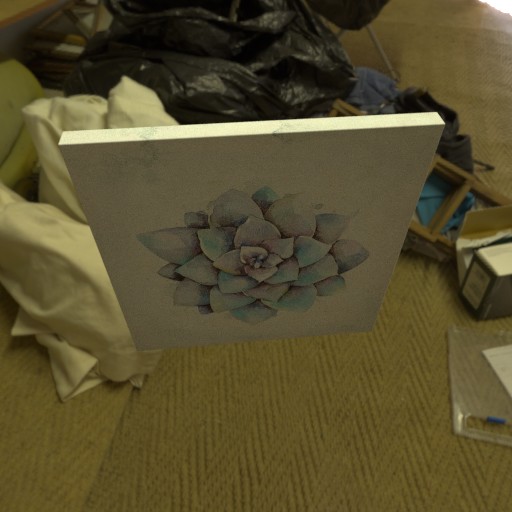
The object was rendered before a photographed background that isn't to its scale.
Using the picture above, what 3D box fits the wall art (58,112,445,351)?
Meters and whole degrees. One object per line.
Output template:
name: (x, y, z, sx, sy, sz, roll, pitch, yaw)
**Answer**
wall art: (0.000, 0.000, 0.935, 0.612, 0.612, 0.040, -4, 48, -4)
